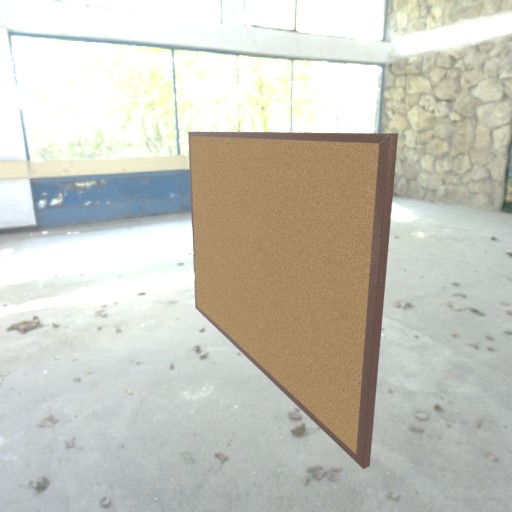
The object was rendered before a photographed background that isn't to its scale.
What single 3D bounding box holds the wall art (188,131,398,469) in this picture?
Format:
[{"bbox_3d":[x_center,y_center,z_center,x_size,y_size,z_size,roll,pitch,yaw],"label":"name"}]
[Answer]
[{"bbox_3d":[0.000,0.000,0.842,0.014,0.455,0.660,-8,18,-27],"label":"wall art"}]
